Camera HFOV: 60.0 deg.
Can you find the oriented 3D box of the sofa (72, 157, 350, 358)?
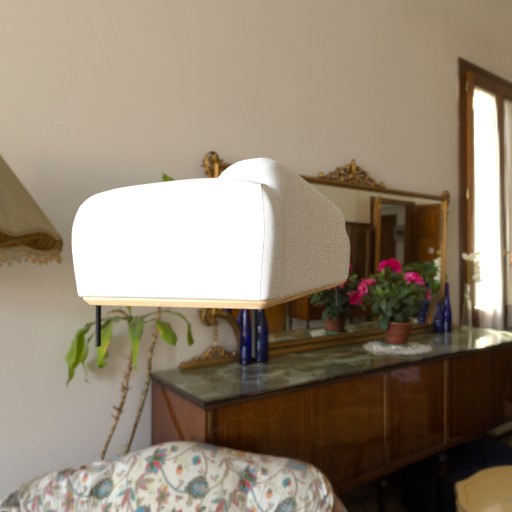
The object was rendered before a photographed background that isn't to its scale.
[{"bbox_3d":[0.000,0.000,2.685,0.880,0.780,2.257,0,-1,19],"label":"sofa"}]
